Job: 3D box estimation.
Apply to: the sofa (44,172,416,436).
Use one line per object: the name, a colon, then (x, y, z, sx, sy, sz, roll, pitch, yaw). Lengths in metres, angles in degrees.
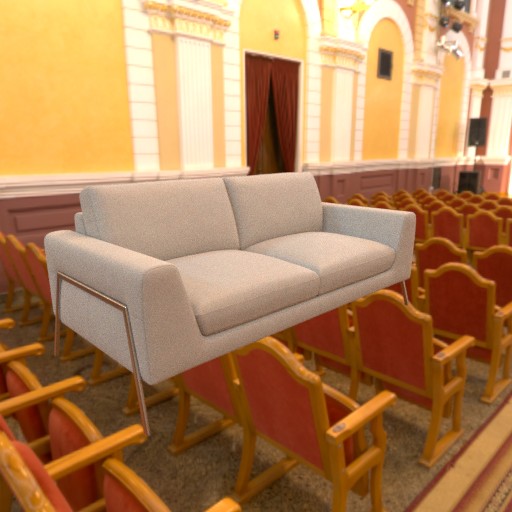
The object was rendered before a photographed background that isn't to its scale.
sofa: (0.000, 0.000, 2.550, 2.017, 0.875, 0.953, -13, 19, -42)
